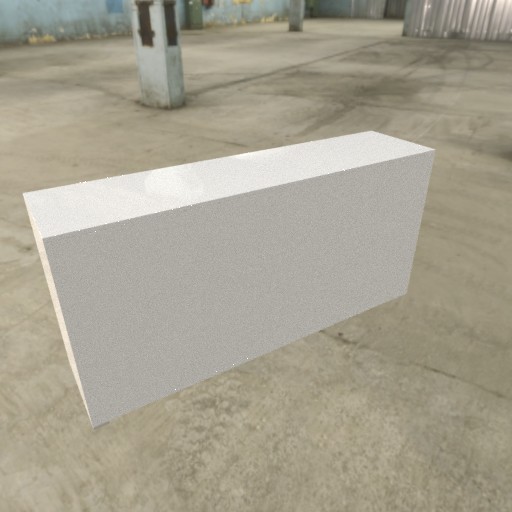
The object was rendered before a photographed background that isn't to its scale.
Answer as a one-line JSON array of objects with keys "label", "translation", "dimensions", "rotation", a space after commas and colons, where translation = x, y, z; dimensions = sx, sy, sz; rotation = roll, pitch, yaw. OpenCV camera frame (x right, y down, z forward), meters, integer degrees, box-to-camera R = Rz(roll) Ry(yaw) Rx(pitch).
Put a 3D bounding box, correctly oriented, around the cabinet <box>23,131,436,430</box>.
[{"label": "cabinet", "translation": [0.000, 0.000, 1.959], "dimensions": [1.650, 0.800, 0.400], "rotation": [-17, 34, -27]}]
